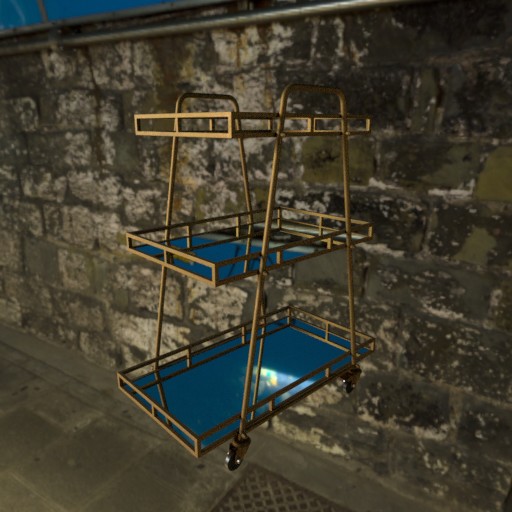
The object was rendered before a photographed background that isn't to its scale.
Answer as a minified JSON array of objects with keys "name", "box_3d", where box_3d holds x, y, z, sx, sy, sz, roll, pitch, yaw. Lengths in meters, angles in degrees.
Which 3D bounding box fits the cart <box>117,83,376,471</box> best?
[{"name":"cart","box_3d":[0.000,0.000,1.255,0.711,0.883,0.441,-15,22,-41]}]
